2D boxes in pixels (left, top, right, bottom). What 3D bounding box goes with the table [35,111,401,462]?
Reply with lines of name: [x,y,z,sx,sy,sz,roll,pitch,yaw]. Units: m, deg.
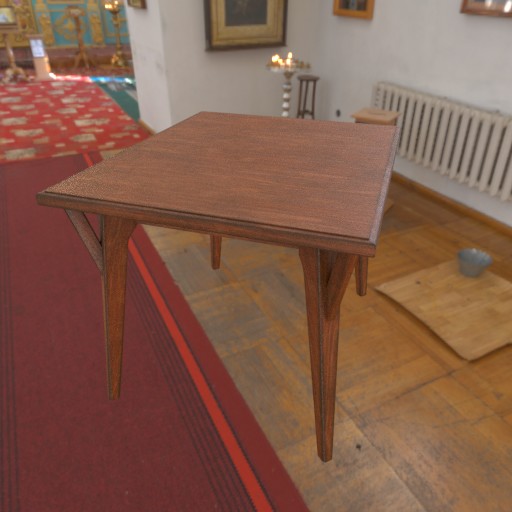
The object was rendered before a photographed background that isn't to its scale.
table: [0.000,0.000,1.591,0.838,0.761,0.991,10,32,16]
